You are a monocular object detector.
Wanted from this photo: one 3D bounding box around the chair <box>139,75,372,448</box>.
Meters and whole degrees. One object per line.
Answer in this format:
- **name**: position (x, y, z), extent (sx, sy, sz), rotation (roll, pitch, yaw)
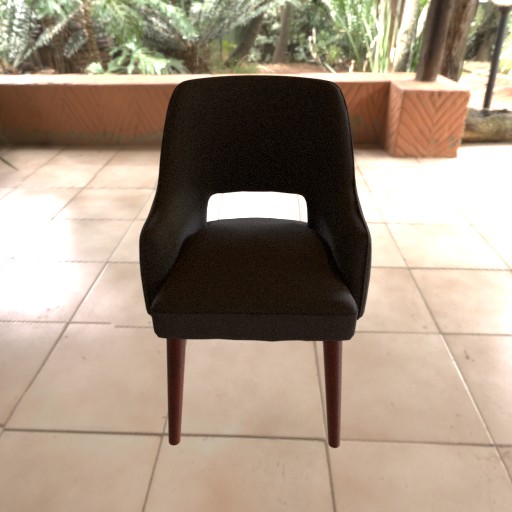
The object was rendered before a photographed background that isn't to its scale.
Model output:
- **chair**: position (0.000, 0.000, 1.197), extent (0.559, 0.838, 0.560), rotation (1, 30, 1)
